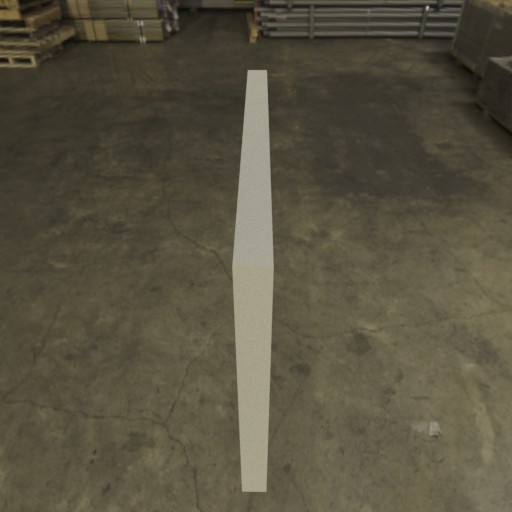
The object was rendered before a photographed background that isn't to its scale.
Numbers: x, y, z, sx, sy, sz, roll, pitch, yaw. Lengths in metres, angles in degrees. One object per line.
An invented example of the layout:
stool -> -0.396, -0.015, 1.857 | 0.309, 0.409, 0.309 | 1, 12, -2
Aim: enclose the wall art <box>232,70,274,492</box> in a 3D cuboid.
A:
wall art -> 0.000, 0.000, 1.371 | 0.066, 0.801, 1.056 | 0, 39, 0
